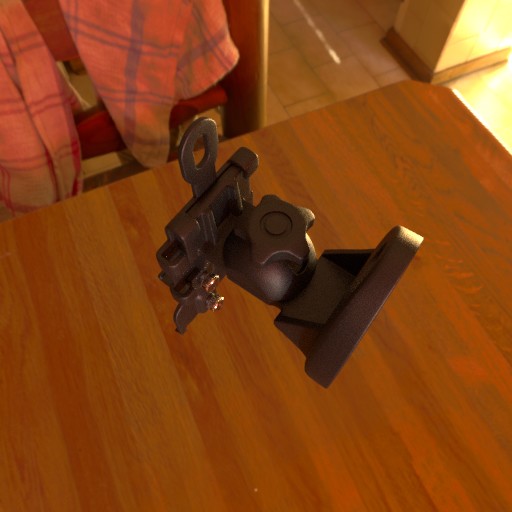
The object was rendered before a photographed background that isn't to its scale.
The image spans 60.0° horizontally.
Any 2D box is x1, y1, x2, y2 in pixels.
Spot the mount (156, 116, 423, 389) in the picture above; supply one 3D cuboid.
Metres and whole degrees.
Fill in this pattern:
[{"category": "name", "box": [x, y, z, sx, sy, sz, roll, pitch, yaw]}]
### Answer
[{"category": "mount", "box": [0.000, 0.000, 0.176, 0.100, 0.118, 0.066, 32, 67, 16]}]
